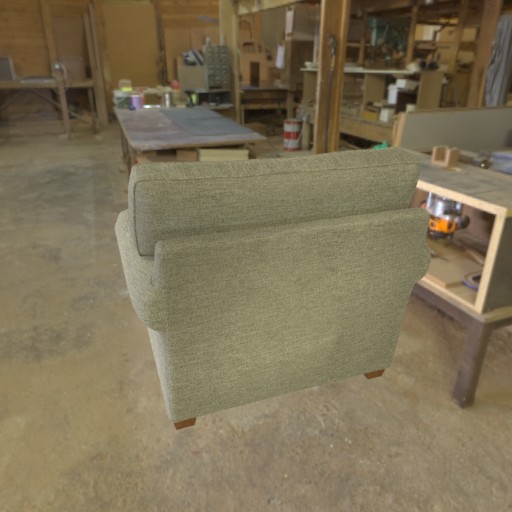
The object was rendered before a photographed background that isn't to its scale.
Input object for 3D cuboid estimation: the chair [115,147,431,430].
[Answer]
[{"bbox_3d":[0.000,0.000,1.878,1.092,0.961,0.965,-9,26,-18],"label":"chair"}]
